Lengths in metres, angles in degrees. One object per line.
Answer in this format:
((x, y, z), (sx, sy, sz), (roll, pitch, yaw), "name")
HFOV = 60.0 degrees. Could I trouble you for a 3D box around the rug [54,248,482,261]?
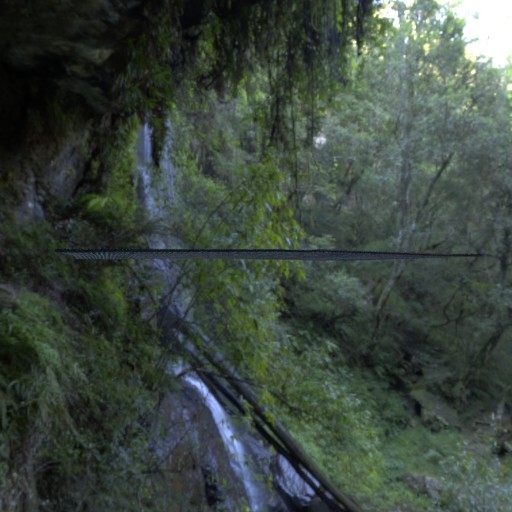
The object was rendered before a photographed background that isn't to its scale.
((0.000, 0.000, 2.273), (1.793, 0.025, 1.159), (1, -2, -18), "rug")
